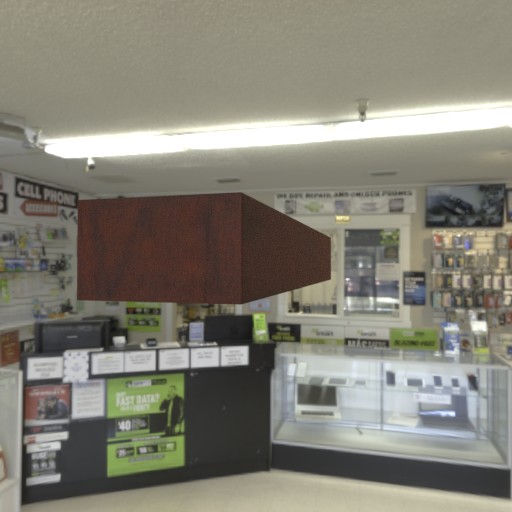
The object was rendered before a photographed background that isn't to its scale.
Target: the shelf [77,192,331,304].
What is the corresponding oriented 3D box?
[{"bbox_3d":[0.000,0.000,0.660,0.152,0.088,0.607,0,-1,16],"label":"shelf"}]
